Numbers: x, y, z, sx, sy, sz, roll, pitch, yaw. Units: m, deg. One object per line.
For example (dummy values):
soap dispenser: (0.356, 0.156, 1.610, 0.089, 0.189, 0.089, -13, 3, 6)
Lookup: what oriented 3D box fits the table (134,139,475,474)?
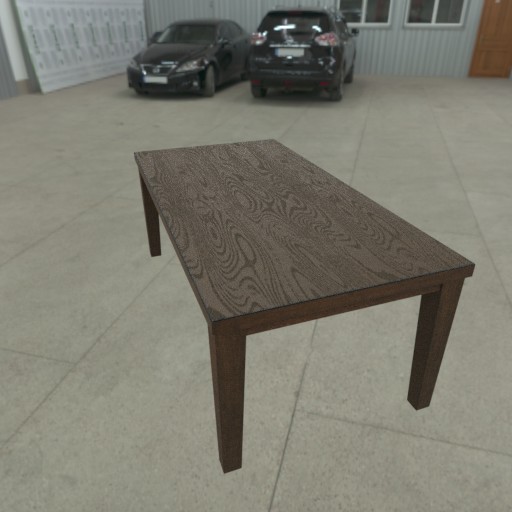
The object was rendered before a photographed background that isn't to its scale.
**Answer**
table: (0.000, 0.000, 2.491, 1.016, 0.762, 1.981, -10, 30, -18)
